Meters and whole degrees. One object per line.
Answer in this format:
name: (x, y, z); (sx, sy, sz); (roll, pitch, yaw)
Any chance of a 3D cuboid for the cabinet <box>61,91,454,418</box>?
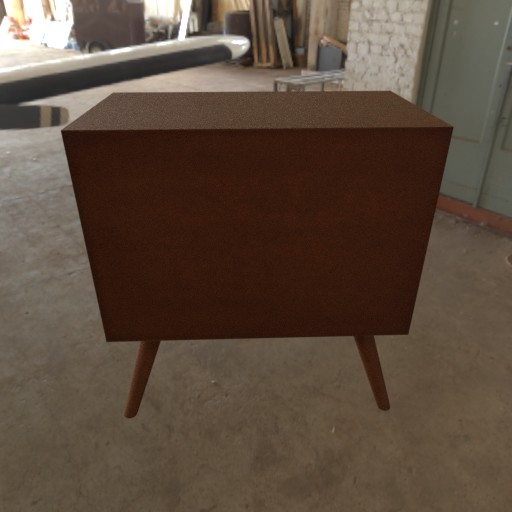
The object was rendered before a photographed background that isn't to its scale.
cabinet: (0.000, 0.000, 1.150); (0.712, 0.748, 0.388); (-1, 30, -2)
